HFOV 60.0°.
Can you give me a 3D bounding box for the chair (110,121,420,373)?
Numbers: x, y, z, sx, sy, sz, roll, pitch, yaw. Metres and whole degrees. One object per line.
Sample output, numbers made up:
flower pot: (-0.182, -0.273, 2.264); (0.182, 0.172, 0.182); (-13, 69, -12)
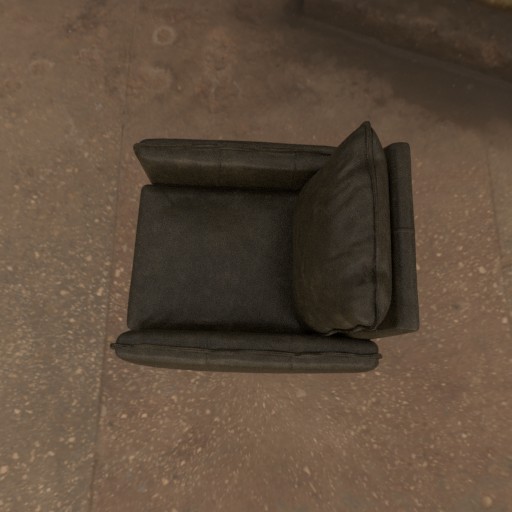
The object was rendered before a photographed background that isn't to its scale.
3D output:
chair: (0.000, 0.000, 1.618); (0.921, 0.921, 0.830); (2, 76, 1)
